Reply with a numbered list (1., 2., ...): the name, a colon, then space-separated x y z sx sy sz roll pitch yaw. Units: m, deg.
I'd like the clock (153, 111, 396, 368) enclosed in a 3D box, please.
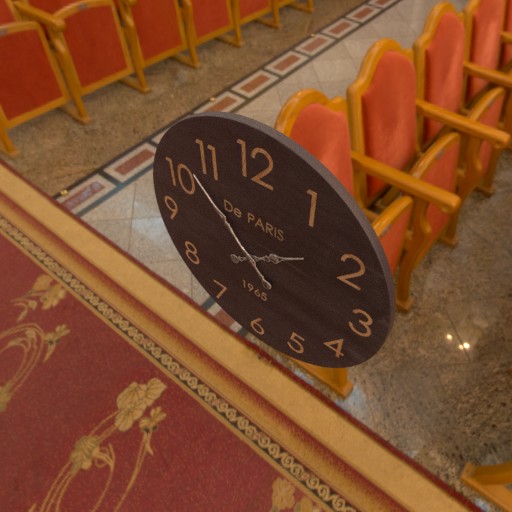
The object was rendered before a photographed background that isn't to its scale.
1. clock: 0.000 0.000 0.902 0.595 0.595 0.029 31 55 25
